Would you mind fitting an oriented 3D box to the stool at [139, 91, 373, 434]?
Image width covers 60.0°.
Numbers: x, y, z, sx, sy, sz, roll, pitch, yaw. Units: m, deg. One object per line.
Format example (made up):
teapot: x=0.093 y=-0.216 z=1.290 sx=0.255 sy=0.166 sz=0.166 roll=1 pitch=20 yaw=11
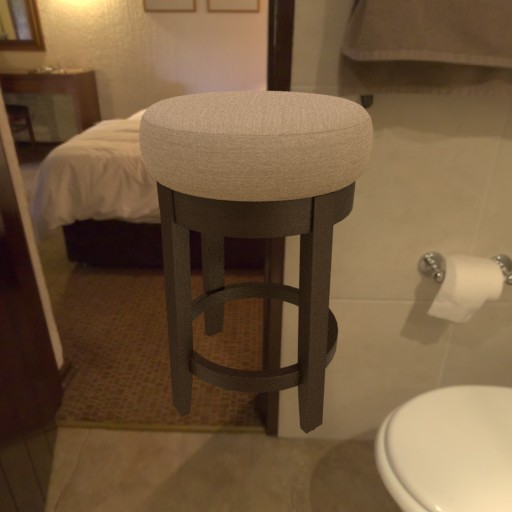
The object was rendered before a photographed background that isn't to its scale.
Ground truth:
stool: x=0.000 y=0.000 z=0.981 sx=0.443 sy=0.672 sz=0.443 roll=0 pitch=27 yaw=0
